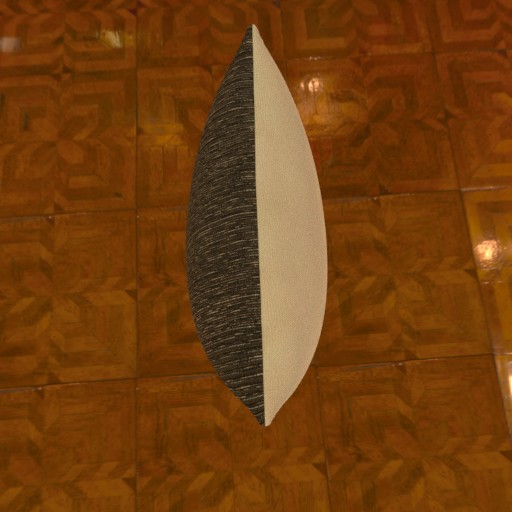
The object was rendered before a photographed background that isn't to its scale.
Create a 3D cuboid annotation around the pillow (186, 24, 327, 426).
[{"bbox_3d":[0.000,0.000,0.654,0.196,0.434,0.433,-2,75,0],"label":"pillow"}]
